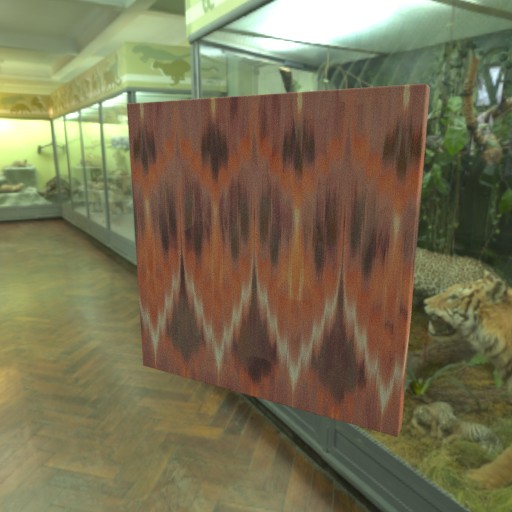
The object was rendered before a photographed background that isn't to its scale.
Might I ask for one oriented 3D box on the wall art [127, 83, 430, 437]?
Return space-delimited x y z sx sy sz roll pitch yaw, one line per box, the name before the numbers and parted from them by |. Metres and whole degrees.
wall art | 0.000 0.000 0.891 0.603 0.609 0.037 7 15 27
